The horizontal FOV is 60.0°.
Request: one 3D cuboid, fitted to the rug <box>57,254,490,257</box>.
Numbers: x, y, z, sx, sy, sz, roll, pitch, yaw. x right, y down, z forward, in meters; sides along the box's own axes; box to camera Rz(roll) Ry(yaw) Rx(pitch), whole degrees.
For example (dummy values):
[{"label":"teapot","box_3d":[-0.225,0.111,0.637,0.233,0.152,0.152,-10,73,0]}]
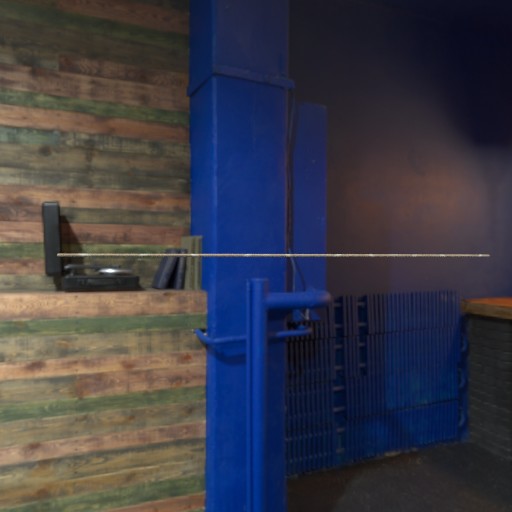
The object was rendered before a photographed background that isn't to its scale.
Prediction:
[{"label":"rug","box_3d":[0.000,0.000,2.742,2.134,0.010,1.524,0,0,-20]}]
